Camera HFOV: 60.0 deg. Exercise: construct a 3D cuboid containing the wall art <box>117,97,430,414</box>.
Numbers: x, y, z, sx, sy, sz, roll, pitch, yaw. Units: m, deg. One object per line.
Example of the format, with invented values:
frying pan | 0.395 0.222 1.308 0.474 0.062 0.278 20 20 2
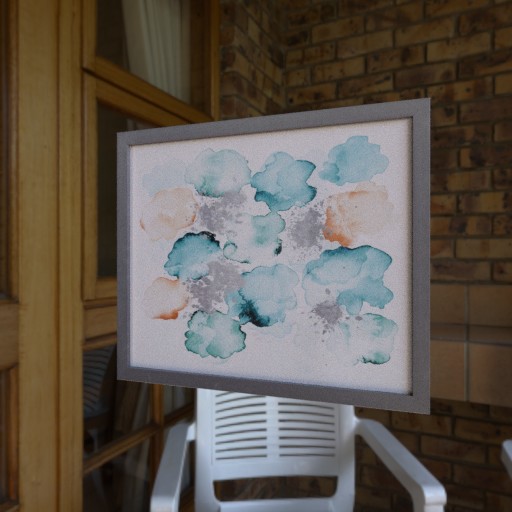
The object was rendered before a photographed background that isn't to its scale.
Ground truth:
wall art | 0.000 0.000 0.904 0.660 0.558 0.026 0 0 20
